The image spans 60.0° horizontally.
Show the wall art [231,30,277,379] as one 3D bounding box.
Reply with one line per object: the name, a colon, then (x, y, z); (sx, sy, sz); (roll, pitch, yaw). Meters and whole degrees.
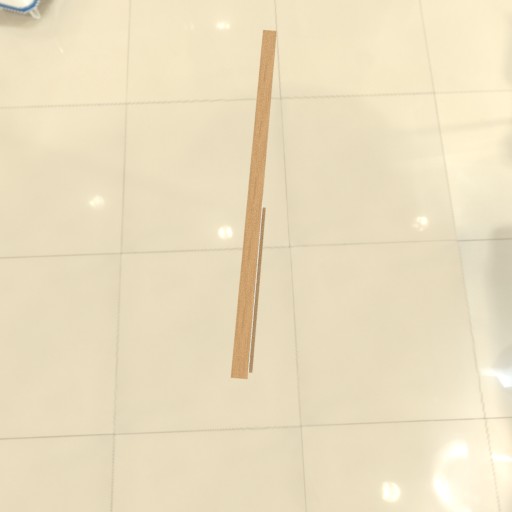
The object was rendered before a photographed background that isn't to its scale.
wall art: (0.000, 0.000, 0.647); (0.013, 0.510, 0.335); (5, 76, 1)
